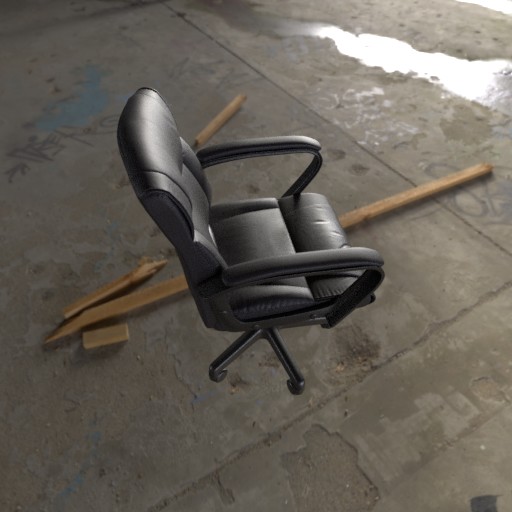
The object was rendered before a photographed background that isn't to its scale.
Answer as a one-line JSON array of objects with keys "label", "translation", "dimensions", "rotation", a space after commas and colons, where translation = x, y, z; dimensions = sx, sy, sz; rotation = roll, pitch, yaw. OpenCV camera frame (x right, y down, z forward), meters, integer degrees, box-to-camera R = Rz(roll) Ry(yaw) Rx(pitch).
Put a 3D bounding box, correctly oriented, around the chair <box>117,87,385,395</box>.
[{"label": "chair", "translation": [0.000, 0.000, 1.393], "dimensions": [0.641, 0.998, 0.576], "rotation": [-9, 48, -8]}]
